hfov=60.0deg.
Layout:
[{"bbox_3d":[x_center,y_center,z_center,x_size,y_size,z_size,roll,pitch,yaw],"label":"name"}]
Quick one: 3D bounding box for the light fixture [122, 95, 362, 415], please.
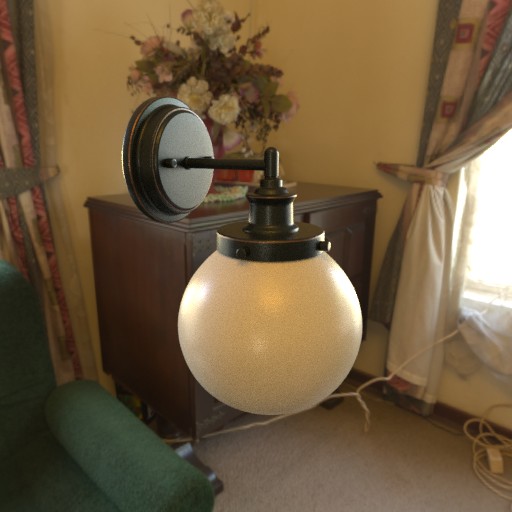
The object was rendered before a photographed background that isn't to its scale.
[{"bbox_3d":[0.000,0.000,0.473,0.230,0.332,0.197,7,16,26],"label":"light fixture"}]
